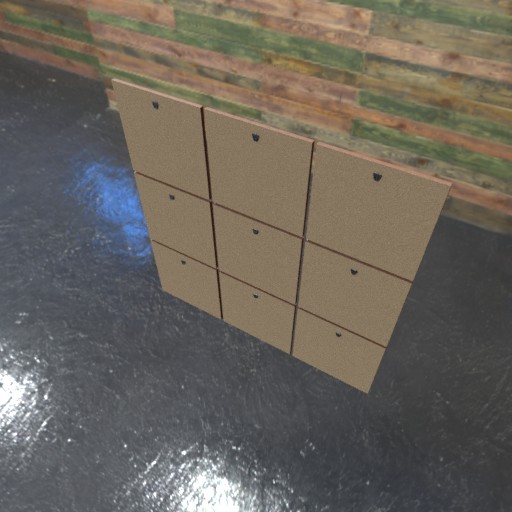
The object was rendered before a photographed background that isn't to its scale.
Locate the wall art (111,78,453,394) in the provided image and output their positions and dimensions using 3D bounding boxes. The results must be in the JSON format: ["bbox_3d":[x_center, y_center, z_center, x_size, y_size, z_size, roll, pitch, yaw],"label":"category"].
[{"bbox_3d":[0.000,0.000,1.371,0.906,0.904,0.018,23,51,20],"label":"wall art"}]
